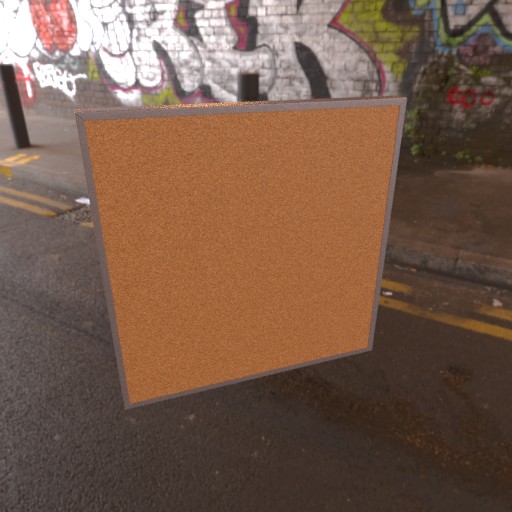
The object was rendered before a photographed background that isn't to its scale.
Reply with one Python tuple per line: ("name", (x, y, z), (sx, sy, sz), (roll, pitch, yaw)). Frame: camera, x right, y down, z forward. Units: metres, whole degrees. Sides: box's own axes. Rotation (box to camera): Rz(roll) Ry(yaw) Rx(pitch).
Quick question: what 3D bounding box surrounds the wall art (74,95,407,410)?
("wall art", (0.000, 0.000, 0.530), (0.349, 0.349, 0.028), (-9, 27, -18))
